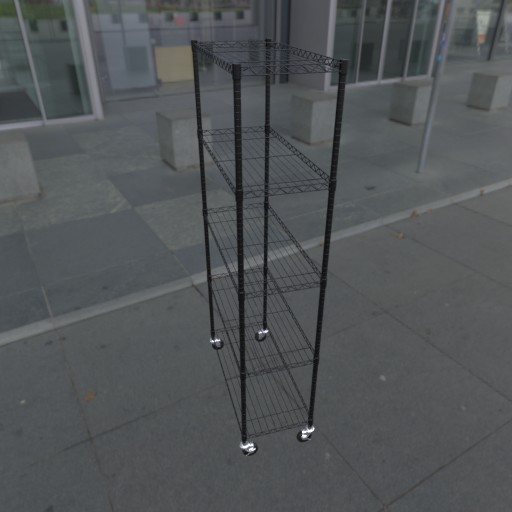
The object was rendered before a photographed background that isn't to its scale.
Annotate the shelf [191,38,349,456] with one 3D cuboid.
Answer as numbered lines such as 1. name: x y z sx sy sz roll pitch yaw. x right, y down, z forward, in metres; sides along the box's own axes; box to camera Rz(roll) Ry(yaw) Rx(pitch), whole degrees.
1. shelf: 0.000 0.000 1.926 0.356 1.645 0.762 -8 32 -14
